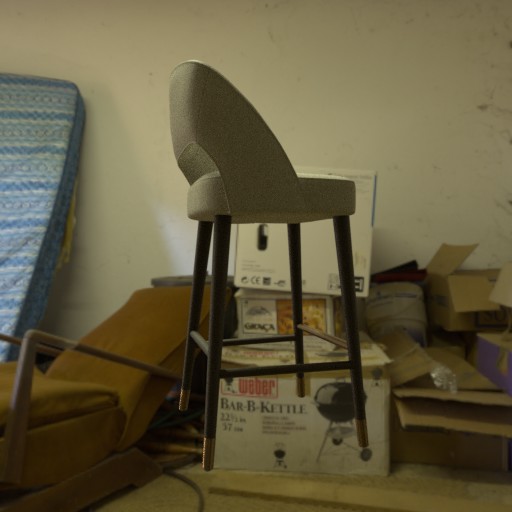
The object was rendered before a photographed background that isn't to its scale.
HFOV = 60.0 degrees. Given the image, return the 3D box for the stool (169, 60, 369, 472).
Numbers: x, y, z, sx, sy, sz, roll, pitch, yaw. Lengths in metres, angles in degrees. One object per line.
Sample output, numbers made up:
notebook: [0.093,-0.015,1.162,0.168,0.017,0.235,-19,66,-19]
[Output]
stool: [0.000,0.000,1.335,0.509,1.037,0.494,0,1,-17]
